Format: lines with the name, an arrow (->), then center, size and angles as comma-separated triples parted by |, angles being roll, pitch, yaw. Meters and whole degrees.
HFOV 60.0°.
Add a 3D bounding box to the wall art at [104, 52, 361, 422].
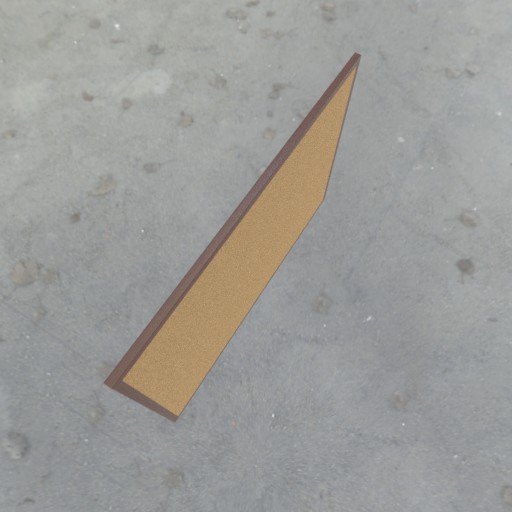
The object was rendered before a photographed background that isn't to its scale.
wall art -> 0.000, 0.000, 0.851 | 0.014, 0.455, 0.660 | 30, 68, 13
